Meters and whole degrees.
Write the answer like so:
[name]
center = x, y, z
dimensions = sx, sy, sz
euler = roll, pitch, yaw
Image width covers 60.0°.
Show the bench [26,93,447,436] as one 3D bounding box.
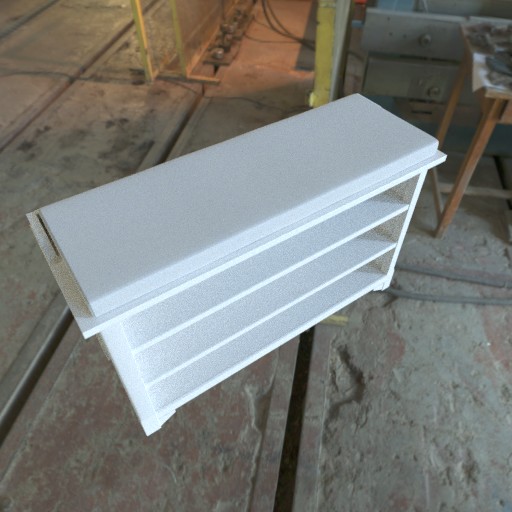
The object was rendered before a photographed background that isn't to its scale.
[bench]
center = 0.000, 0.000, 1.259
dimensions = 0.987, 0.589, 0.346
euler = -26, 52, -23
